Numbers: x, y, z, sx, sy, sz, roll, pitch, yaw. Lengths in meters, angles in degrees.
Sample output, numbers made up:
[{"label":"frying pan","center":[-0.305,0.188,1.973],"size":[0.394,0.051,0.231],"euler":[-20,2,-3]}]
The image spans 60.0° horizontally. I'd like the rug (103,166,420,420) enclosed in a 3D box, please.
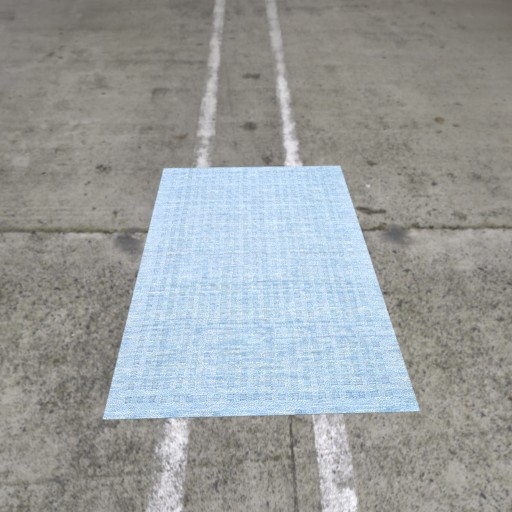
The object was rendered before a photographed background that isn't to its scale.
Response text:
[{"label":"rug","center":[0.000,0.000,2.973],"size":[1.522,0.006,2.286],"euler":[-1,42,-1]}]
